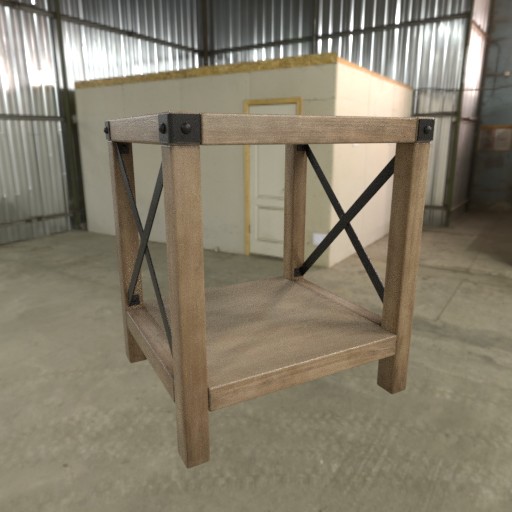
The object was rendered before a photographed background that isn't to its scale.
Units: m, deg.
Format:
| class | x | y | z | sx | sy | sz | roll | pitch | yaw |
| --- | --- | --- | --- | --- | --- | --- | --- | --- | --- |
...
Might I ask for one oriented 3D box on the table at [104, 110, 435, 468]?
| class | x | y | z | sx | sy | sz | roll | pitch | yaw |
| --- | --- | --- | --- | --- | --- | --- | --- | --- | --- |
| table | 0.000 | 0.000 | 0.945 | 0.510 | 0.561 | 0.459 | -8 | 17 | -27 |
